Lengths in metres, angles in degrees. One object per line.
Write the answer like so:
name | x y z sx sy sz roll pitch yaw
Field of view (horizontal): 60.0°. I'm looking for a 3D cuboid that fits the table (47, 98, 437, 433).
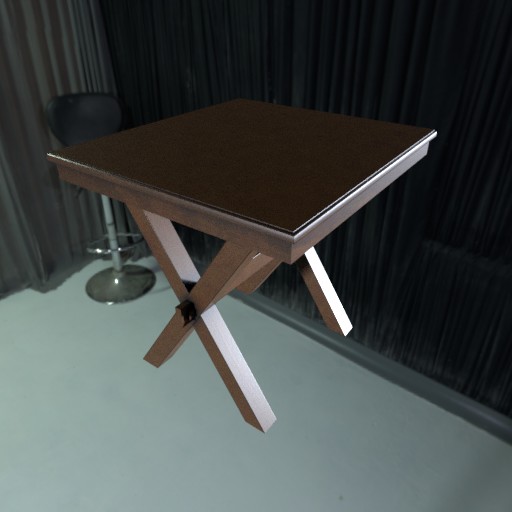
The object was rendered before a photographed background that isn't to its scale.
table | 0.000 0.000 1.064 0.560 0.562 0.602 21 37 30
